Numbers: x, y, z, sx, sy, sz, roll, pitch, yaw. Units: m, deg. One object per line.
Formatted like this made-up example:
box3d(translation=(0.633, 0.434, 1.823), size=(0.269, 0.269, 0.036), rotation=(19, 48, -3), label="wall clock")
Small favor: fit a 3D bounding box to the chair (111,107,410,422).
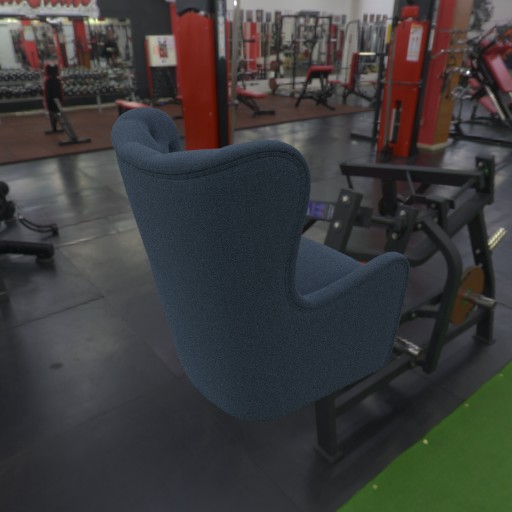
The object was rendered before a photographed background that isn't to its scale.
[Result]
box3d(translation=(0.000, 0.000, 1.747), size=(0.930, 1.079, 0.831), rotation=(-18, 31, -32), label="chair")
